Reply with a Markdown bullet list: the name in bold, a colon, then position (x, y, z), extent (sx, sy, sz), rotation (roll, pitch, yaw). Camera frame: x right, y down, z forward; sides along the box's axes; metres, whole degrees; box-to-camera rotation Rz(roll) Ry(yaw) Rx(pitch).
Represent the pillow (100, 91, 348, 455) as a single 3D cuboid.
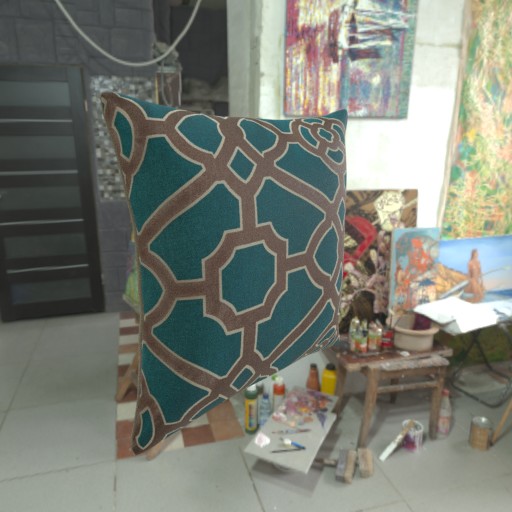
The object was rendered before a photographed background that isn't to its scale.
- **pillow**: position (0.000, 0.000, 0.769), extent (0.166, 0.507, 0.526), rotation (14, 21, 43)
